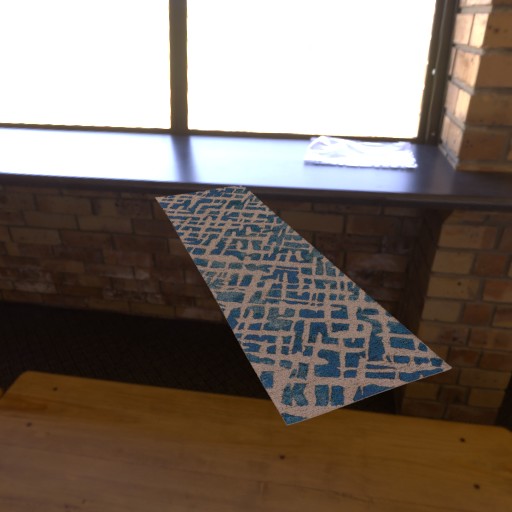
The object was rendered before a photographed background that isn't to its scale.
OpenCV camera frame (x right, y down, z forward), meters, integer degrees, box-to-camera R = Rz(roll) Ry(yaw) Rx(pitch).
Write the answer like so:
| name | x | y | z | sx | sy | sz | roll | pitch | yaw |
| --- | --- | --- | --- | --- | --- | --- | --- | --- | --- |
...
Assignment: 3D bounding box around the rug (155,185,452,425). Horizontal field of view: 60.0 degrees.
| name | x | y | z | sx | sy | sz | roll | pitch | yaw |
| --- | --- | --- | --- | --- | --- | --- | --- | --- | --- |
| rug | 0.000 | 0.000 | 2.721 | 0.768 | 0.011 | 2.446 | -11 | 31 | -20 |
